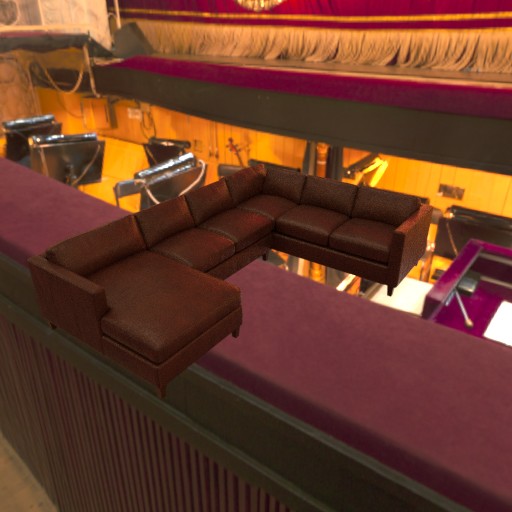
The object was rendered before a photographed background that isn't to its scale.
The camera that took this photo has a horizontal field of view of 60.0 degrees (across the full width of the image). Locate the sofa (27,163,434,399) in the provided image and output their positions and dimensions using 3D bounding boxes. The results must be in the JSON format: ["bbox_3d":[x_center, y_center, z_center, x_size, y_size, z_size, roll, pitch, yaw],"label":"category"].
[{"bbox_3d":[0.000,0.000,4.468,2.452,0.891,3.324,19,33,31],"label":"sofa"}]
